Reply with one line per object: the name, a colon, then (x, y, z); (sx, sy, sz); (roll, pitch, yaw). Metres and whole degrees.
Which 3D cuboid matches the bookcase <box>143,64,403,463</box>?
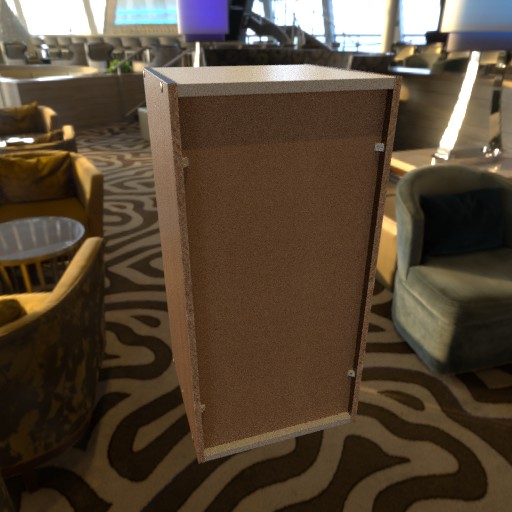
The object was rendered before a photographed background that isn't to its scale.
bookcase: (0.000, 0.000, 0.778); (0.300, 0.600, 0.290); (-8, 28, -16)
